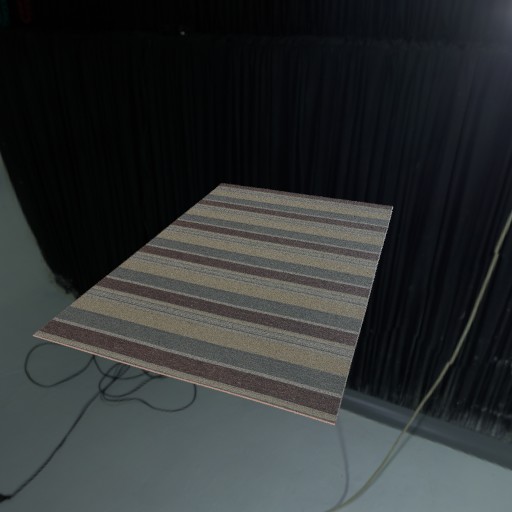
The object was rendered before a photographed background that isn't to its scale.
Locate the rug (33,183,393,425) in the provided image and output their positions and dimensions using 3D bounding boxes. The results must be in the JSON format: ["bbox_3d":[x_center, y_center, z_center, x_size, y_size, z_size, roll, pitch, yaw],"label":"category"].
[{"bbox_3d":[0.000,0.000,2.322,1.219,0.008,1.829,11,31,18],"label":"rug"}]
